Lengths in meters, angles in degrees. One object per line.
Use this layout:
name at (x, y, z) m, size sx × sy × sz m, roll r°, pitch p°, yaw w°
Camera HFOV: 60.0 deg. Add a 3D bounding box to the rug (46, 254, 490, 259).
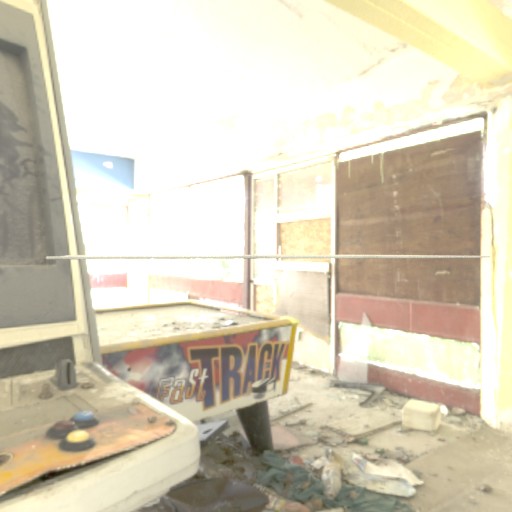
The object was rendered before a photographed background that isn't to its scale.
rug at (0.000, 0.000, 2.296) m, size 1.835 × 0.012 × 1.231 m, roll 0°, pitch 0°, yaw -18°
